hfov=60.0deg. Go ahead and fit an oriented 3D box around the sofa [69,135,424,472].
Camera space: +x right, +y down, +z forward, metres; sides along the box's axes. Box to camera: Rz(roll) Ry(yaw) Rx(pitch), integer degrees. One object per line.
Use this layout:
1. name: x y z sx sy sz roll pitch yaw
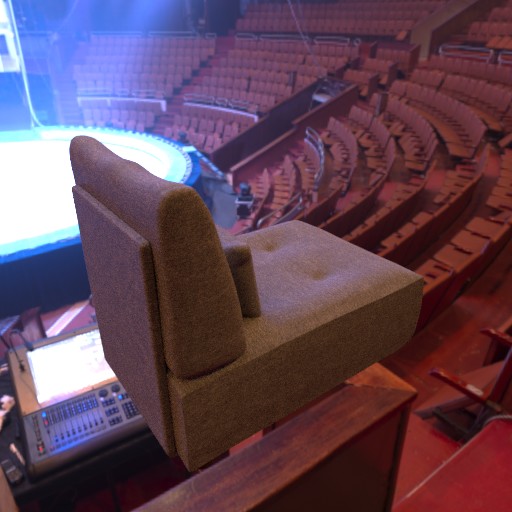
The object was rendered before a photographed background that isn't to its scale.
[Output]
1. sofa: 0.000 0.000 1.528 1.000 0.820 0.700 -18 32 -32
